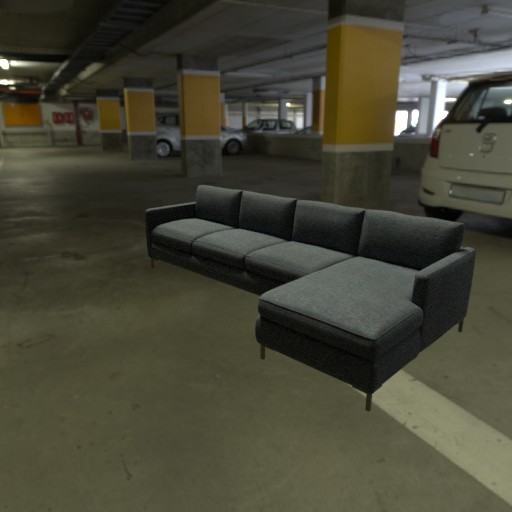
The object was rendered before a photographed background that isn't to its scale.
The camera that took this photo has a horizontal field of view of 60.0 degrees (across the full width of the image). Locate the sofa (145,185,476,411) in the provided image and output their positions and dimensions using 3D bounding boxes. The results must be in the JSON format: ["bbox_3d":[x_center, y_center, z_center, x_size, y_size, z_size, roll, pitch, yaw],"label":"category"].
[{"bbox_3d":[0.000,0.000,3.550,2.932,0.810,1.350,16,23,42],"label":"sofa"}]
